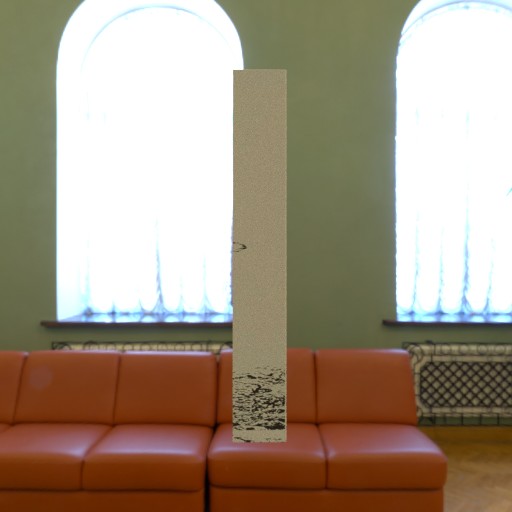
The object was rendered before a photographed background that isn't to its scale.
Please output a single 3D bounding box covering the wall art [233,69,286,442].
[{"bbox_3d":[0.000,0.000,0.498,0.038,0.259,0.381,0,0,-1],"label":"wall art"}]
